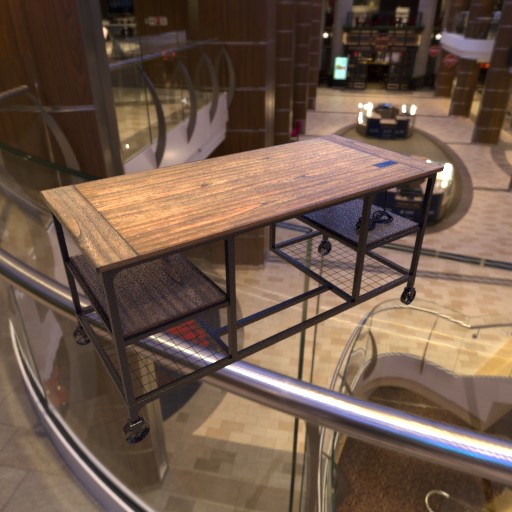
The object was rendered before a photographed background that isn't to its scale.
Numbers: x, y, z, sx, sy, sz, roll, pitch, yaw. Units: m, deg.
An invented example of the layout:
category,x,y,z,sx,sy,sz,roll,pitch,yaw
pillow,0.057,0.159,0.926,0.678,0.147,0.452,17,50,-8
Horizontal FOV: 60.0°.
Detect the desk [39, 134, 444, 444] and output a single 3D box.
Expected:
category,x,y,z,sx,sy,sz,roll,pitch,yaw
desk,0.000,0.000,2.037,1.590,0.751,0.711,-19,34,-30
